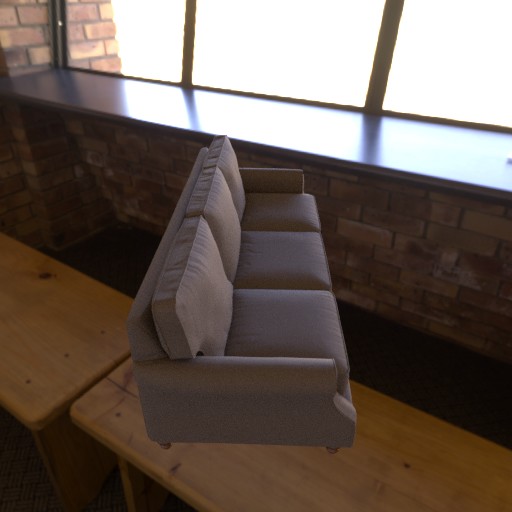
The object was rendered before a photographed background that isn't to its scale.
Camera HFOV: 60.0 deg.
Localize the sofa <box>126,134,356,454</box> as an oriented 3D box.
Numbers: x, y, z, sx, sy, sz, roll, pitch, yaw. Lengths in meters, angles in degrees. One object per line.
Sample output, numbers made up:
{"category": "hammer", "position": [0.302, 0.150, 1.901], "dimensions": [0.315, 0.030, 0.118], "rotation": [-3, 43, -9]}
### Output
{"category": "sofa", "position": [0.000, 0.000, 2.781], "dimensions": [0.966, 0.948, 2.353], "rotation": [1, 31, 1]}
